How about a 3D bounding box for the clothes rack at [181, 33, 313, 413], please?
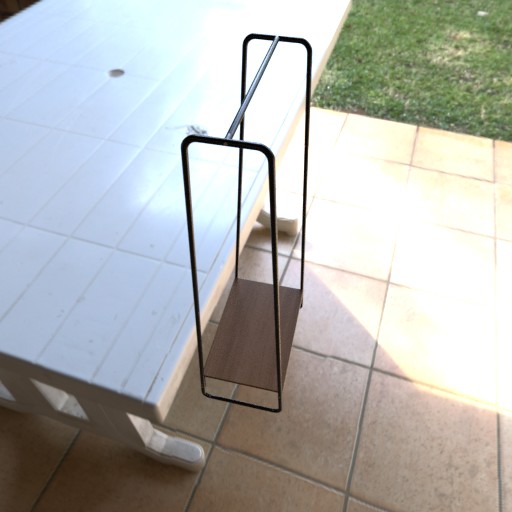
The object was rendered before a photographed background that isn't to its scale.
[{"bbox_3d":[0.000,0.000,1.814,0.400,1.500,0.640,10,49,9],"label":"clothes rack"}]
